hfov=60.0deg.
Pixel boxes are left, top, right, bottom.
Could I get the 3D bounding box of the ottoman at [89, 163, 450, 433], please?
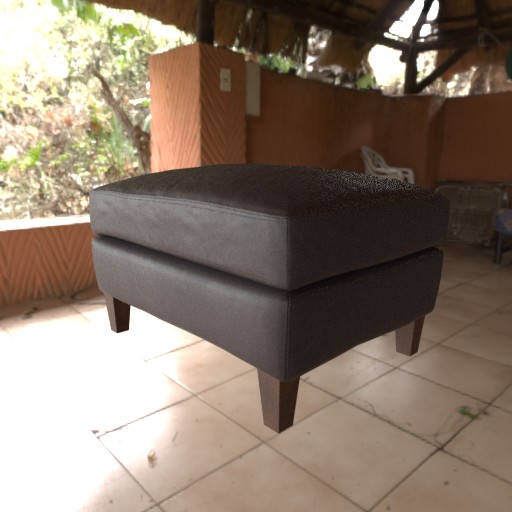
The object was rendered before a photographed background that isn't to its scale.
[{"bbox_3d":[0.000,0.000,1.300,0.659,0.529,0.887,-11,17,-42],"label":"ottoman"}]
